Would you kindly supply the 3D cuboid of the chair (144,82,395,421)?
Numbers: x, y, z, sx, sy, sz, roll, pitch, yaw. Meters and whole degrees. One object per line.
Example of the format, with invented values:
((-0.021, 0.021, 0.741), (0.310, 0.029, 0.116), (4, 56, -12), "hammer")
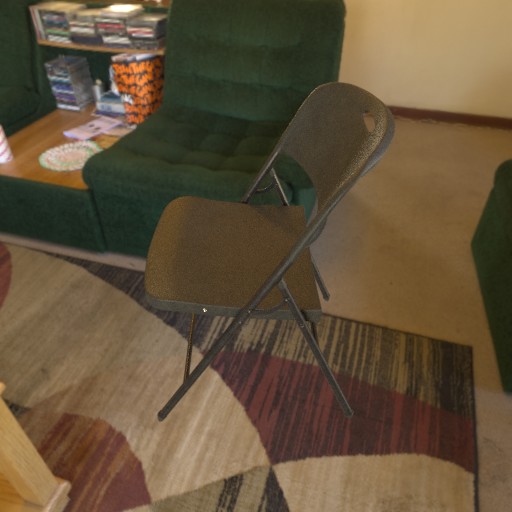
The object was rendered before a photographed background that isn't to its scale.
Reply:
((0.000, 0.000, 1.183), (0.566, 0.810, 0.494), (-1, 40, -1), "chair")
